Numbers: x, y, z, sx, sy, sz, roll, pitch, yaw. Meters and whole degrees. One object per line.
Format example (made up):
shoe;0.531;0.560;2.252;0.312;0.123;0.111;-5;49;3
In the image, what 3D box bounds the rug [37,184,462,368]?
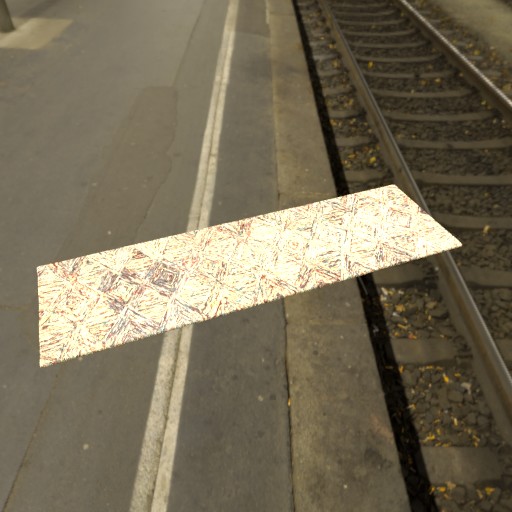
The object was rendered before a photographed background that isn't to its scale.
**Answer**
rug;0.000;0.000;2.482;2.292;0.015;0.688;-14;44;-16
